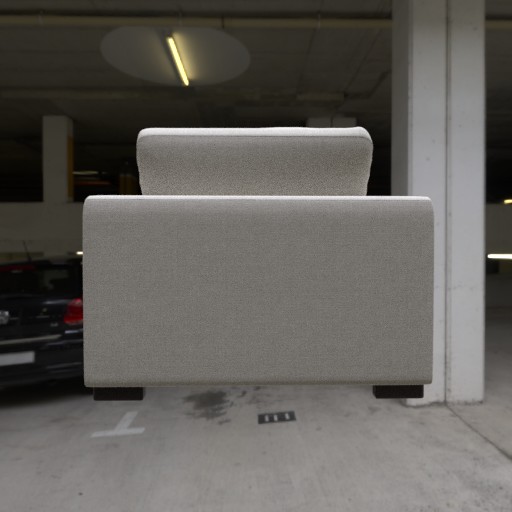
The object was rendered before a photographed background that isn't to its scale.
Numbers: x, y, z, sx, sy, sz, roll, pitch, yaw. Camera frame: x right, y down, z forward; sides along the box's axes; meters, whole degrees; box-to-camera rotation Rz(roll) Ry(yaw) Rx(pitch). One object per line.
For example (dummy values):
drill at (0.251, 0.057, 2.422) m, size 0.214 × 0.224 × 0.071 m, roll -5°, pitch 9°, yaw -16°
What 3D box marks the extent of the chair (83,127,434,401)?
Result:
chair at (0.000, 0.000, 1.879) m, size 1.070 × 0.876 × 1.100 m, roll 0°, pitch 1°, yaw -1°
